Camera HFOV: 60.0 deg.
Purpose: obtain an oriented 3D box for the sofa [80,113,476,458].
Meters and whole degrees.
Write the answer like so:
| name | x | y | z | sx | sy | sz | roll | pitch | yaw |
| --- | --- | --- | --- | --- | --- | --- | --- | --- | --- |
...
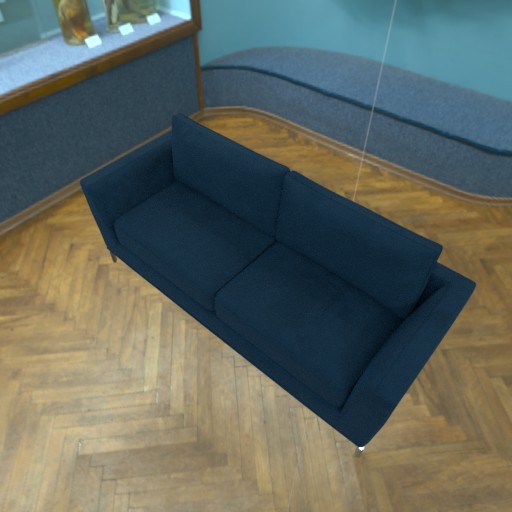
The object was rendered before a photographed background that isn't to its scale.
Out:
| name | x | y | z | sx | sy | sz | roll | pitch | yaw |
| --- | --- | --- | --- | --- | --- | --- | --- | --- | --- |
| sofa | 0.000 | 0.000 | 2.662 | 2.212 | 0.998 | 0.853 | 33 | 56 | 26 |
